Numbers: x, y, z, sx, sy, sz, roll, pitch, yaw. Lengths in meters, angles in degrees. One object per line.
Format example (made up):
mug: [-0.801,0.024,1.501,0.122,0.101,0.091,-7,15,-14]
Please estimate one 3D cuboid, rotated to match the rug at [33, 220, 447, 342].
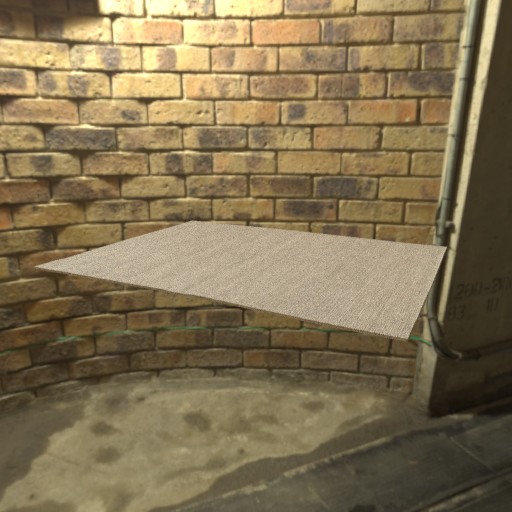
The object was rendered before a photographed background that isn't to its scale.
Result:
rug: [0.000,0.000,4.805,3.626,0.051,2.757,8,17,26]
